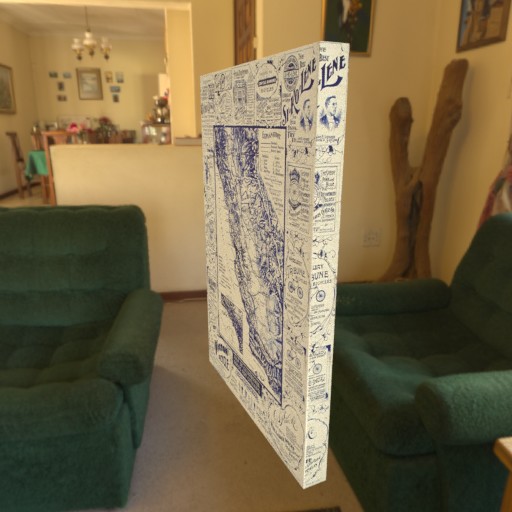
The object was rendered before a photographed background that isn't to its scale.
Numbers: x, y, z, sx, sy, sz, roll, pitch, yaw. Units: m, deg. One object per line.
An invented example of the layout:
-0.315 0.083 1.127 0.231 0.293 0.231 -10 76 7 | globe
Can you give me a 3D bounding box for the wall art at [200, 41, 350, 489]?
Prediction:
0.000 0.000 0.750 0.040 0.601 0.408 -8 18 -24 | wall art
